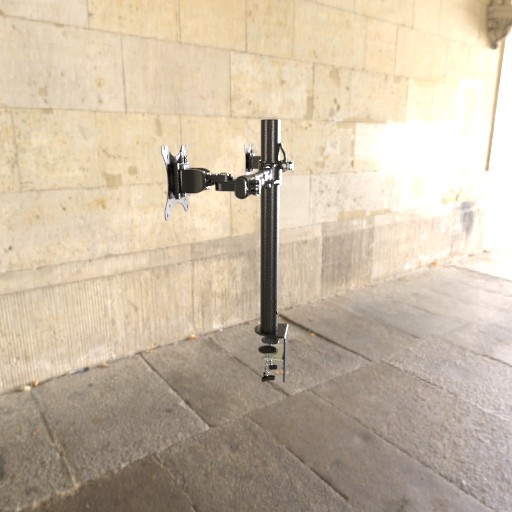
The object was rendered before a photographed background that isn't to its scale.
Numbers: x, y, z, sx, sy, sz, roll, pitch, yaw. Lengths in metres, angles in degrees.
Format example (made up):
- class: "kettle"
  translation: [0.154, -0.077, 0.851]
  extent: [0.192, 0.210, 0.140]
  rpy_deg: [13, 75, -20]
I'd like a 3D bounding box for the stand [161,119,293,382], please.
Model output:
- class: "stand"
  translation: [0.000, 0.000, 1.026]
  extent: [0.150, 0.603, 0.743]
  rpy_deg: [2, 15, 9]
